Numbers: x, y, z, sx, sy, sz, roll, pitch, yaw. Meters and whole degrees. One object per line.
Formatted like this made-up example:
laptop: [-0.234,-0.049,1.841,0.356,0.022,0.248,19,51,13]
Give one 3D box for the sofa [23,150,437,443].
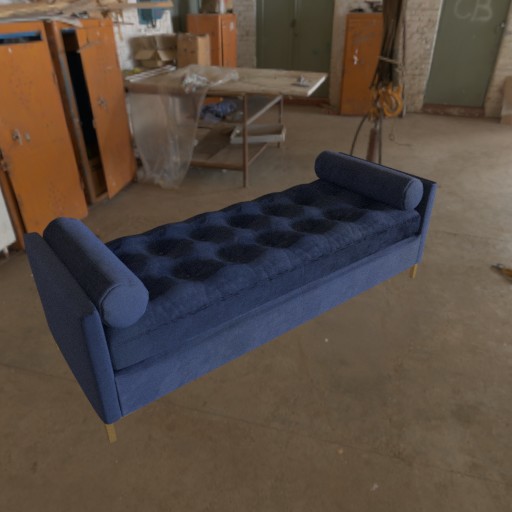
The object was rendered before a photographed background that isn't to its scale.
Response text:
sofa: [0.000,0.000,2.426,2.102,0.705,0.796,-21,36,-32]
